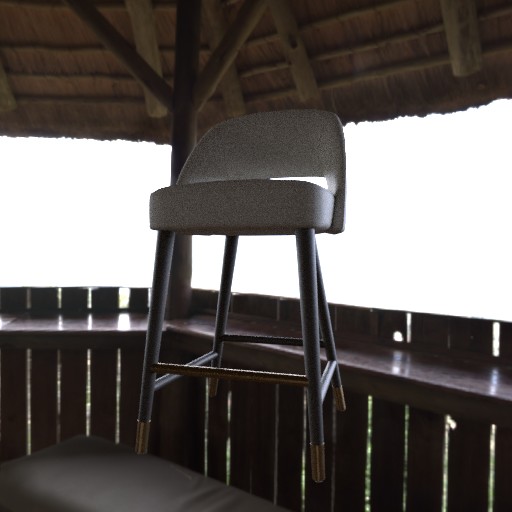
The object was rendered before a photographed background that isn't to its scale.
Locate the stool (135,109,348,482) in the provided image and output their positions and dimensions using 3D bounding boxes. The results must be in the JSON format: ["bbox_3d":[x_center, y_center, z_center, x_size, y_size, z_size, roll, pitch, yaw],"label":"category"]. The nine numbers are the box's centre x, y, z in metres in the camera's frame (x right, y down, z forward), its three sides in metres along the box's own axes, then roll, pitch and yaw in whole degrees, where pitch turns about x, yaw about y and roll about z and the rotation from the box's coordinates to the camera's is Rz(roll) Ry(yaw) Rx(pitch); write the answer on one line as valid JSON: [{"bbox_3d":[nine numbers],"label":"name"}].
[{"bbox_3d":[0.000,0.000,1.224,0.494,0.940,0.509,0,1,17],"label":"stool"}]
